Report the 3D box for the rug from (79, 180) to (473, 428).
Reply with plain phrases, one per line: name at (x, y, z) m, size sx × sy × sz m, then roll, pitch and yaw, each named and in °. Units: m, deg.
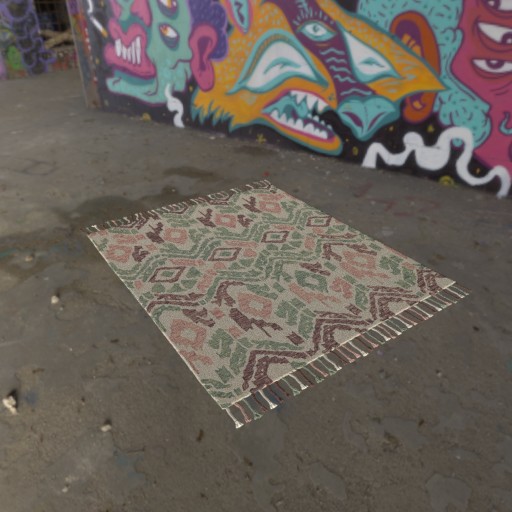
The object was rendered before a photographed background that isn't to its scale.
rug at (0.000, 0.000, 4.207) m, size 2.438 × 0.010 × 3.048 m, roll -20°, pitch 37°, yaw -29°
